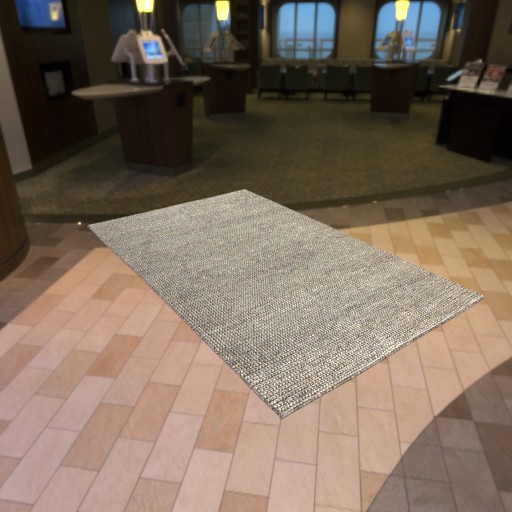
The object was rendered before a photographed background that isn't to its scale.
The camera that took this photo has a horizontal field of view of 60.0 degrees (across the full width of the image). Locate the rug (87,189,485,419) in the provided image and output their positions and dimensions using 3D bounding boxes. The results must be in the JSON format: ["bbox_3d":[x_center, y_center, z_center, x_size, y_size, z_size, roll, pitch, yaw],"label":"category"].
[{"bbox_3d":[0.000,0.000,3.045,1.538,0.021,2.443,-18,32,-32],"label":"rug"}]
